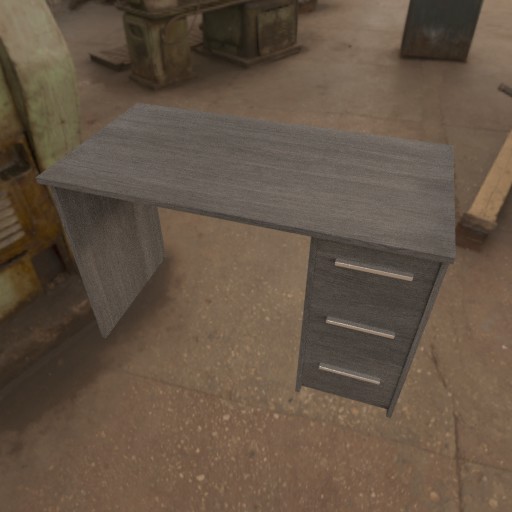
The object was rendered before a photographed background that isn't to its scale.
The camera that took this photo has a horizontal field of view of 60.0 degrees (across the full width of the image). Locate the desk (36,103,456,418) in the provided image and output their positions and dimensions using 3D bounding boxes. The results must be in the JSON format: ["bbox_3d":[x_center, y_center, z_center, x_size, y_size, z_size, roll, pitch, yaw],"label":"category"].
[{"bbox_3d":[0.000,0.000,1.534,1.097,0.735,0.560,12,42,14],"label":"desk"}]
